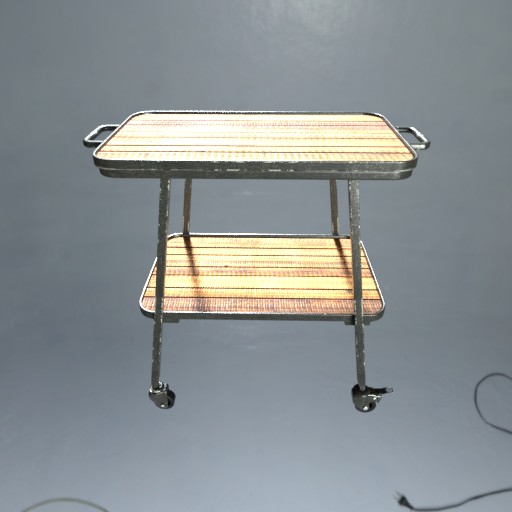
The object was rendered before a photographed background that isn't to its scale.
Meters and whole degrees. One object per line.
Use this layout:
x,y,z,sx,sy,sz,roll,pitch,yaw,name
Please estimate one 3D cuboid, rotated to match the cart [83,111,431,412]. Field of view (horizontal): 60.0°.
0.000,0.000,1.250,0.806,0.700,0.515,1,32,1,cart
